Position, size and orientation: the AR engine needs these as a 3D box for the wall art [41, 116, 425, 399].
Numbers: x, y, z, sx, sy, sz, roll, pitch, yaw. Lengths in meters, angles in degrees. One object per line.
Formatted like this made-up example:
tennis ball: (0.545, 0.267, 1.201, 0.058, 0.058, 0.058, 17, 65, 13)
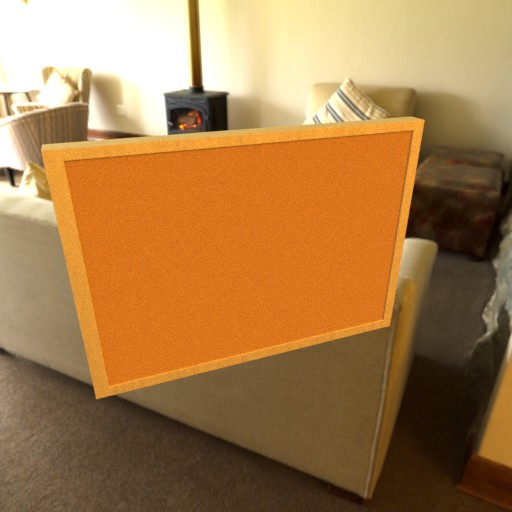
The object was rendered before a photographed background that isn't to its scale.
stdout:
wall art: (0.000, 0.000, 0.685, 0.532, 0.380, 0.032, -10, 29, -18)
